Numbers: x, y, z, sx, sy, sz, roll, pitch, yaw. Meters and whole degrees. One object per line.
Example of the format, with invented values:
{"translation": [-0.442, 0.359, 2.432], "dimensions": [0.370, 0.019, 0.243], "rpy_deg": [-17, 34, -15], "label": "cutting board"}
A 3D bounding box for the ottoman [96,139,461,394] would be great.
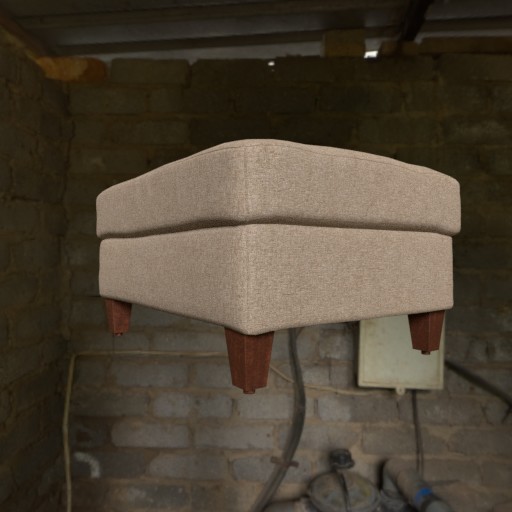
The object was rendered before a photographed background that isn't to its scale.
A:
{"translation": [0.000, 0.000, 1.289], "dimensions": [0.692, 0.511, 0.889], "rpy_deg": [0, 0, -36], "label": "ottoman"}
